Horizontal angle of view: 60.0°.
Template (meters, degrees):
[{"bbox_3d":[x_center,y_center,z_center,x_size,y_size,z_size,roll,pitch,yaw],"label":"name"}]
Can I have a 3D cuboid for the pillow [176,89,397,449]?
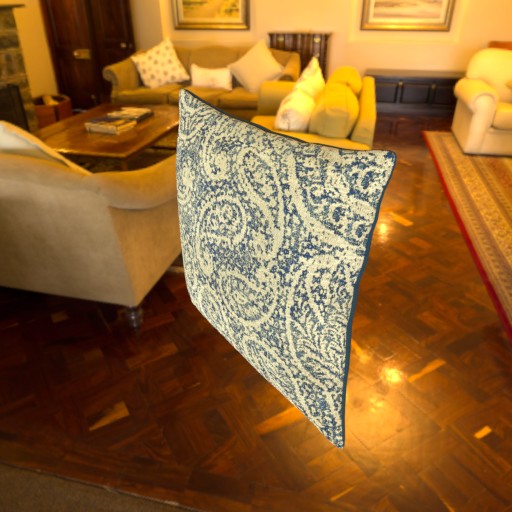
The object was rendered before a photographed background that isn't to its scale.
[{"bbox_3d":[0.000,0.000,0.805,0.166,0.510,0.523,-20,36,-30],"label":"pillow"}]
